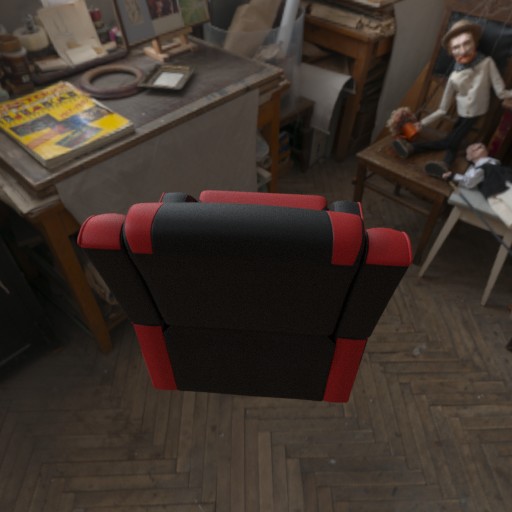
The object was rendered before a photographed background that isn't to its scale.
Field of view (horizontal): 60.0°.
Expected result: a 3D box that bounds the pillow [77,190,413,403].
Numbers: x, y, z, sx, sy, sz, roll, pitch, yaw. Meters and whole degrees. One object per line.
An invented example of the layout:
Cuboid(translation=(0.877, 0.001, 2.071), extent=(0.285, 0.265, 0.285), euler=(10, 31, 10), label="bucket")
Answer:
Cuboid(translation=(0.000, 0.000, 1.278), extent=(0.620, 0.805, 0.672), euler=(3, 46, 3), label="pillow")
